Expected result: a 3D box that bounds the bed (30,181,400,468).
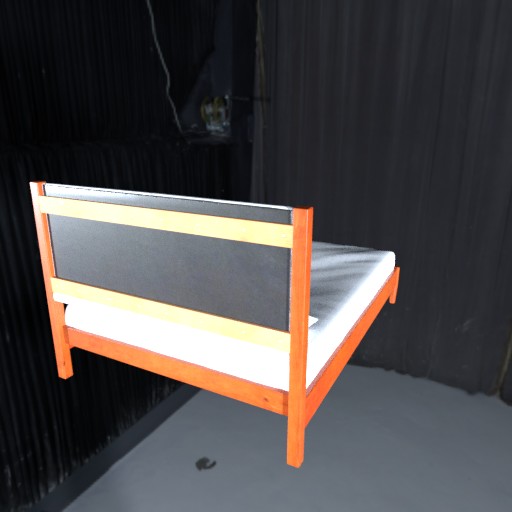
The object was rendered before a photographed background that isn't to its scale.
[{"bbox_3d":[0.000,0.000,3.030,1.566,1.165,2.117,9,19,27],"label":"bed"}]
